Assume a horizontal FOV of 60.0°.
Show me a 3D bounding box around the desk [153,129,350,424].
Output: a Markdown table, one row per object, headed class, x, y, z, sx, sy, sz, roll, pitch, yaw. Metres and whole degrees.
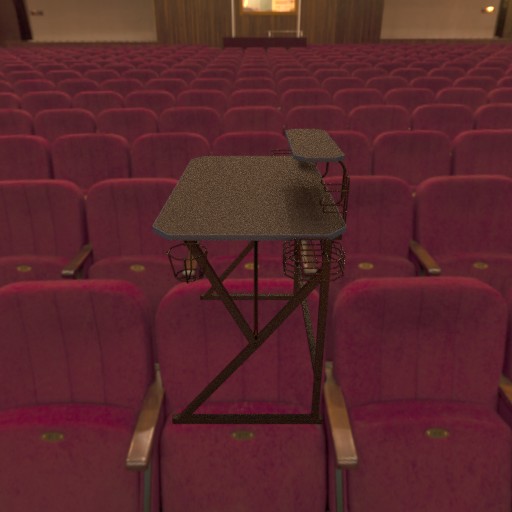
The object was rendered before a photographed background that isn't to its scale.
| class | x | y | z | sx | sy | sz | roll | pitch | yaw |
| --- | --- | --- | --- | --- | --- | --- | --- | --- | --- |
| desk | 0.000 | 0.000 | 1.780 | 0.594 | 0.909 | 1.295 | 0 | 25 | 0 |
